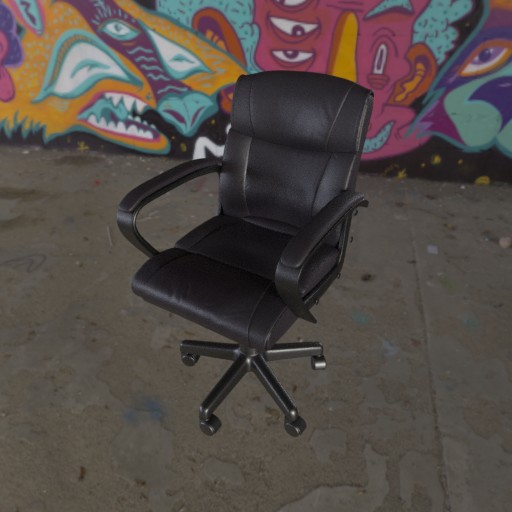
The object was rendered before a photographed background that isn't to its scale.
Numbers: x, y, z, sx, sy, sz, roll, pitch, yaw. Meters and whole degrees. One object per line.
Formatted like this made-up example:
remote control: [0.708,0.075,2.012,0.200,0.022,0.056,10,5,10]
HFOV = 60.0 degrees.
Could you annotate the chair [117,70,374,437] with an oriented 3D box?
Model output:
chair: [0.000,0.000,1.382,0.576,0.998,0.641,19,36,27]
